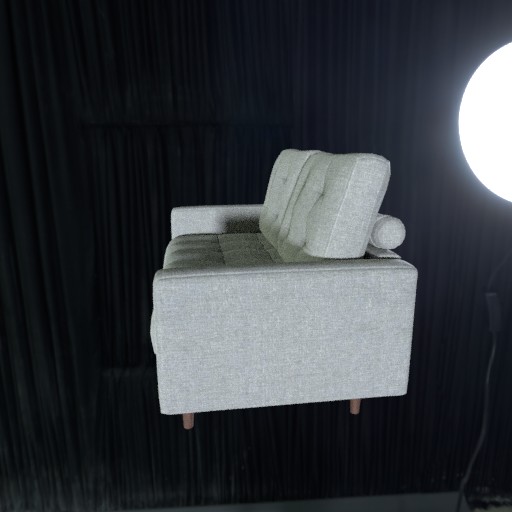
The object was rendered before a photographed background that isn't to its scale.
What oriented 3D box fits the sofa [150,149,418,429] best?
[{"bbox_3d":[0.000,0.000,1.963,0.842,0.907,1.407,-2,14,-8],"label":"sofa"}]
